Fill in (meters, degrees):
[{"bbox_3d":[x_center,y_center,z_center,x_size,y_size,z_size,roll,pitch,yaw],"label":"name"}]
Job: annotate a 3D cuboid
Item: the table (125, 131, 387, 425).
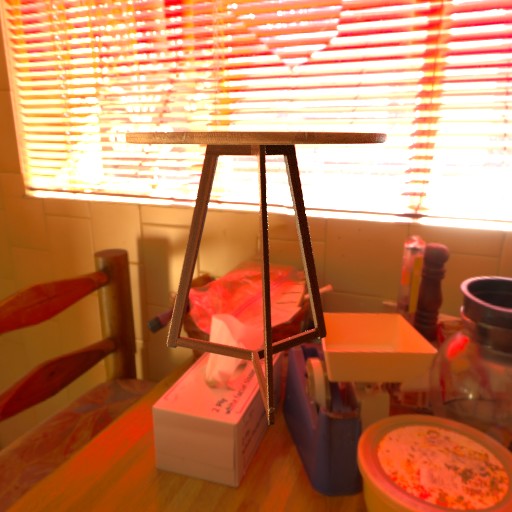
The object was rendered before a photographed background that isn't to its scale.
[{"bbox_3d":[0.000,0.000,0.942,0.500,0.500,0.500,0,15,0],"label":"table"}]
